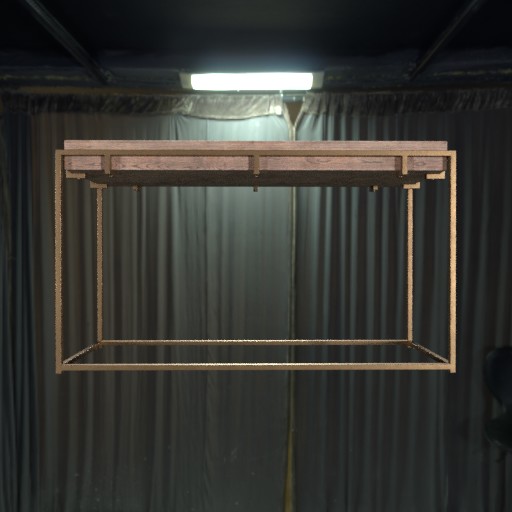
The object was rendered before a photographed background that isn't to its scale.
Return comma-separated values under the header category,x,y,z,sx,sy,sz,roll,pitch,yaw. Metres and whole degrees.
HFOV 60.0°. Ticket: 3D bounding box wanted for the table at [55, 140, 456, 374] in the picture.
category,x,y,z,sx,sy,sz,roll,pitch,yaw
table,0.000,0.000,1.771,1.400,0.820,0.440,0,0,-1
